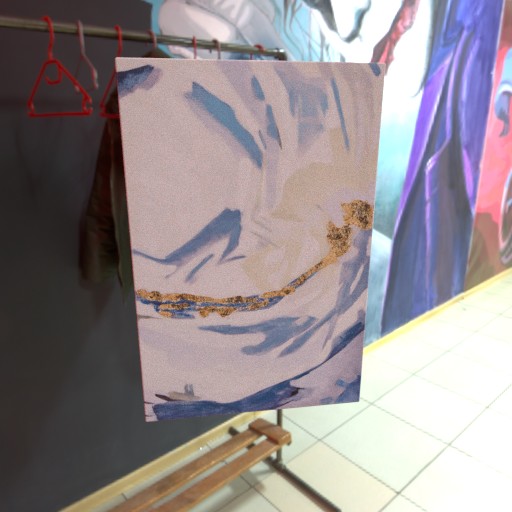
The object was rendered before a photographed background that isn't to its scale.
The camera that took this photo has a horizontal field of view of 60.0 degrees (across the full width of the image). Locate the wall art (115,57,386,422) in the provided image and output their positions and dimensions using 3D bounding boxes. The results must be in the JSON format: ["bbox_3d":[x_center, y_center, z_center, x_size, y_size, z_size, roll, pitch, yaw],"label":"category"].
[{"bbox_3d":[0.000,0.000,1.124,0.610,0.914,0.016,-3,17,-8],"label":"wall art"}]
